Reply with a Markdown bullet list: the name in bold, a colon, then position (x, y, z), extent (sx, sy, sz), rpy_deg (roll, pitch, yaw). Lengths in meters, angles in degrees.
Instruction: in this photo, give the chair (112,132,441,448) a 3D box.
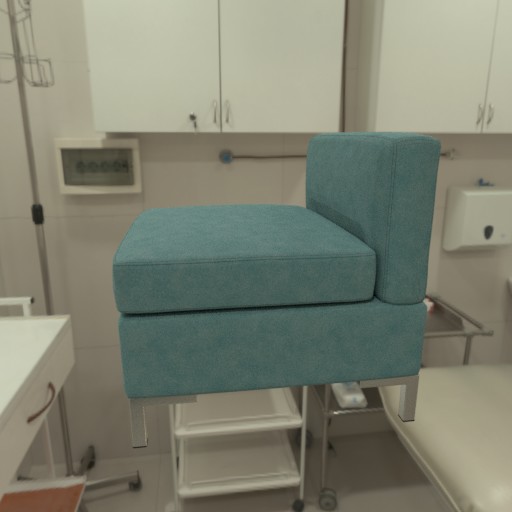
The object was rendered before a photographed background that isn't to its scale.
- **chair**: position (0.000, 0.000, 1.225), extent (0.685, 0.660, 0.684), rpy_deg (-2, 15, -8)
